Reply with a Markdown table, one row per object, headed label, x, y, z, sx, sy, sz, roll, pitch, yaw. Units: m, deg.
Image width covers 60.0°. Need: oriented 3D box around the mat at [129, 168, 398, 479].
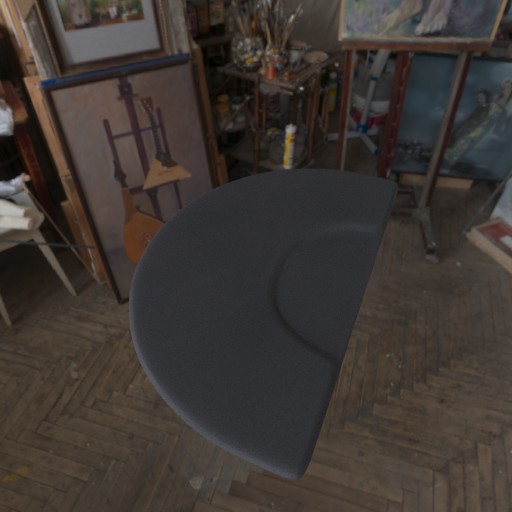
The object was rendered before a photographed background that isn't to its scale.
| label | x | y | z | sx | sy | sz | roll | pitch | yaw |
| --- | --- | --- | --- | --- | --- | --- | --- | --- | --- |
| mat | 0.000 | 0.000 | 1.823 | 0.917 | 0.022 | 1.525 | 16 | 47 | 16 |
